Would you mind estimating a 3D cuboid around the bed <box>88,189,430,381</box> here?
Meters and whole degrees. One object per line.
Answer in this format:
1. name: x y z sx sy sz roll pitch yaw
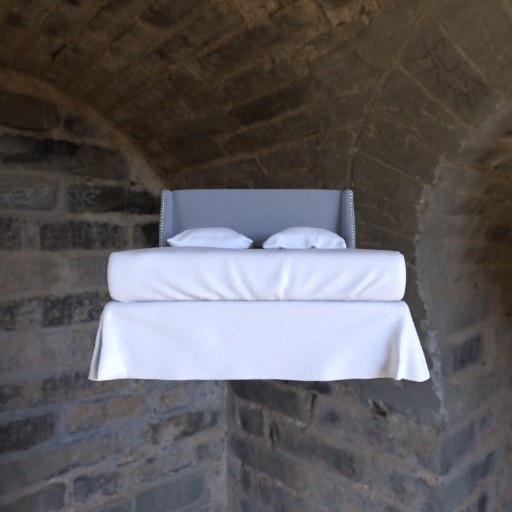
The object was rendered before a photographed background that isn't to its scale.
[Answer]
1. bed: 0.000 0.000 3.415 1.925 1.332 2.276 0 0 1
